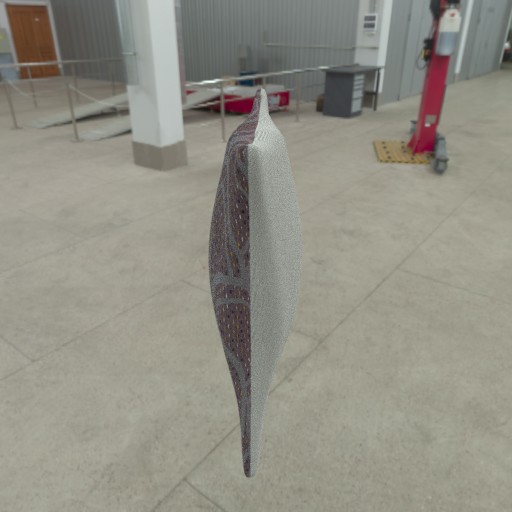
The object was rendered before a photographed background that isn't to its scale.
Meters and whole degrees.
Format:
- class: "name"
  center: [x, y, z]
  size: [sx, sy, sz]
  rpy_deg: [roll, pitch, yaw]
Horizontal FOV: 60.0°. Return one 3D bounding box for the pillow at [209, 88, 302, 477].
- class: "pillow"
  center: [0.000, 0.000, 0.794]
  size: [0.163, 0.513, 0.514]
  rpy_deg: [1, 27, 2]
